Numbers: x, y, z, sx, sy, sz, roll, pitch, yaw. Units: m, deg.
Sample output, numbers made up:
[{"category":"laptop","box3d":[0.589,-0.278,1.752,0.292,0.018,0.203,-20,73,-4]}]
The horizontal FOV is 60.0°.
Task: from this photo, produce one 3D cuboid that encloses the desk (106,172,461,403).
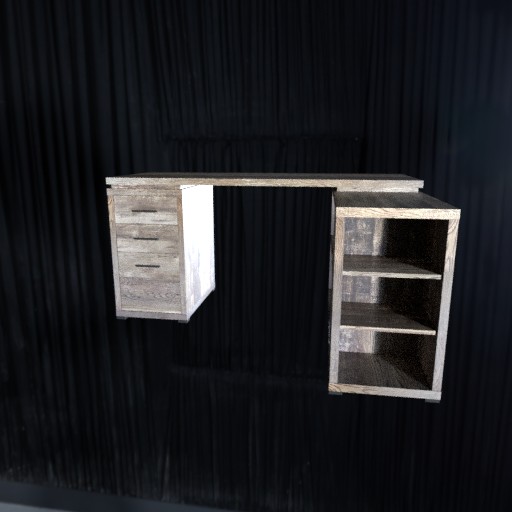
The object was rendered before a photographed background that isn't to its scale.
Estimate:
[{"category":"desk","box3d":[0.000,0.000,2.195,1.524,0.753,1.200,2,13,9]}]
